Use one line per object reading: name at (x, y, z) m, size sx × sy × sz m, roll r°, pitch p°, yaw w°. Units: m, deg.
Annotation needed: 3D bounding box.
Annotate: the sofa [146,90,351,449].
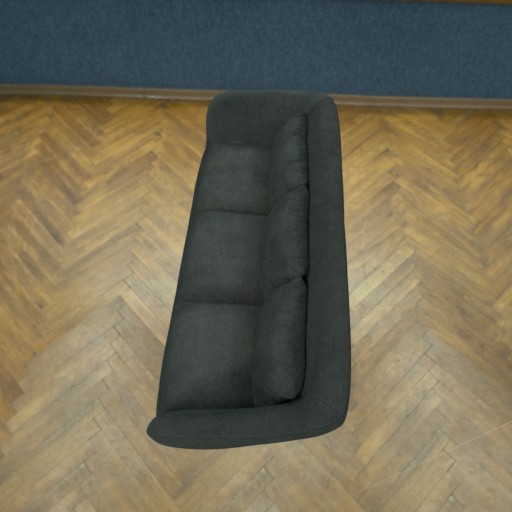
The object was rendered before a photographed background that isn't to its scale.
sofa at (0.000, 0.000, 2.710) m, size 0.956 × 0.875 × 2.296 m, roll 3°, pitch 57°, yaw 2°
